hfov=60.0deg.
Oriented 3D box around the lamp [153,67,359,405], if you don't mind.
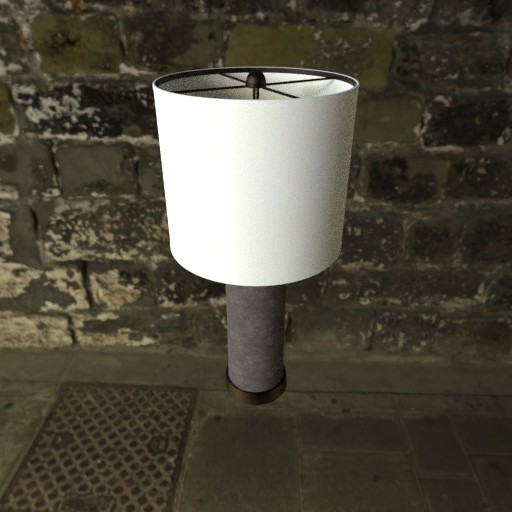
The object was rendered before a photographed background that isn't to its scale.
[{"bbox_3d":[0.000,0.000,0.808,0.301,0.630,0.301,9,31,14],"label":"lamp"}]
